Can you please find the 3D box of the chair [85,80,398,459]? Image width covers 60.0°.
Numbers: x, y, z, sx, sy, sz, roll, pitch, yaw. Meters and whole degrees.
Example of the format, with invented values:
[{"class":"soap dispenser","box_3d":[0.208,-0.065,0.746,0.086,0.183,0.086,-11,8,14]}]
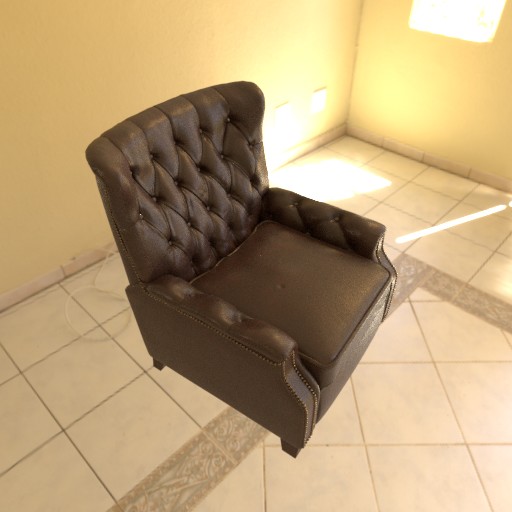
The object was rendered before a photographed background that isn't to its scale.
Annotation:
[{"class":"chair","box_3d":[0.000,0.000,1.482,0.823,0.864,0.709,24,46,26]}]
